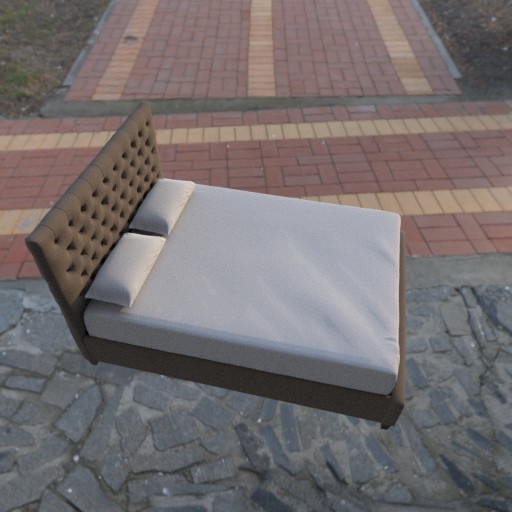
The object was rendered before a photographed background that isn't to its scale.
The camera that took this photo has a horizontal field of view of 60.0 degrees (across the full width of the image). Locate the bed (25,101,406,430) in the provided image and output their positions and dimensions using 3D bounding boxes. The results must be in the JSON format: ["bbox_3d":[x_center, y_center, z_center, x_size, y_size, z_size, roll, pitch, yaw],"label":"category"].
[{"bbox_3d":[0.000,0.000,3.406,2.387,1.427,1.698,10,48,9],"label":"bed"}]
